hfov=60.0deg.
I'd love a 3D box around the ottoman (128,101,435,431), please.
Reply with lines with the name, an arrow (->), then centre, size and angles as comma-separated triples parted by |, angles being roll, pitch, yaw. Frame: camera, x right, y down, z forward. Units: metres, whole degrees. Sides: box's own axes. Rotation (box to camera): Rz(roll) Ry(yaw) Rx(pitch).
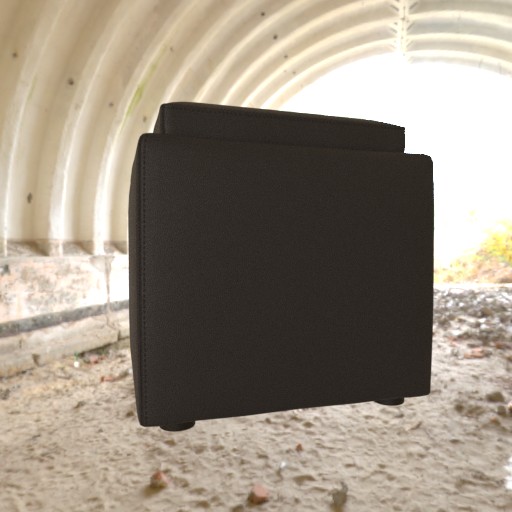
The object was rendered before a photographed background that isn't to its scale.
ottoman -> 0.000, 0.000, 0.819 | 0.450, 0.460, 0.451 | 0, 1, -17
